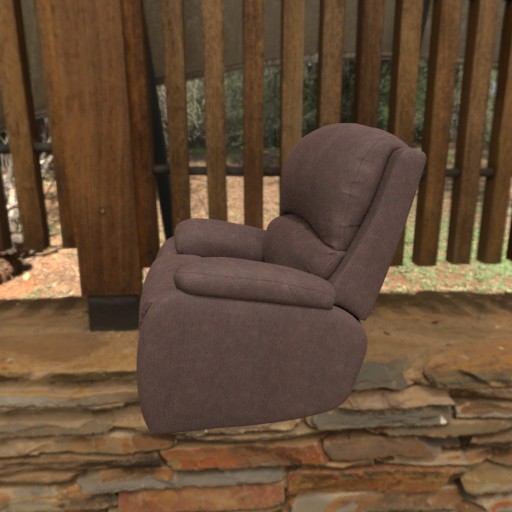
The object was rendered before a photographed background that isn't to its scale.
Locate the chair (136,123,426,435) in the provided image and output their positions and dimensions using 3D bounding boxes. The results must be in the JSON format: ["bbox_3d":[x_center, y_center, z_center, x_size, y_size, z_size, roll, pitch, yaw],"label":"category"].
[{"bbox_3d":[0.000,0.000,1.752,0.899,1.011,0.930,-2,14,-10],"label":"chair"}]
